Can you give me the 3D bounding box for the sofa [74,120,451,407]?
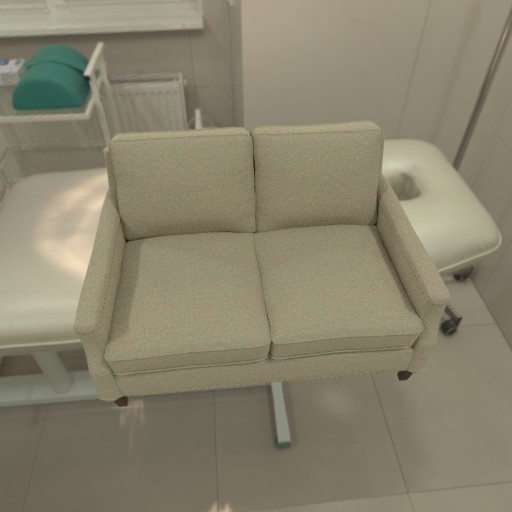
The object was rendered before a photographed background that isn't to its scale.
[{"bbox_3d":[0.000,0.000,2.250,1.597,1.003,1.084,-4,46,-4],"label":"sofa"}]
